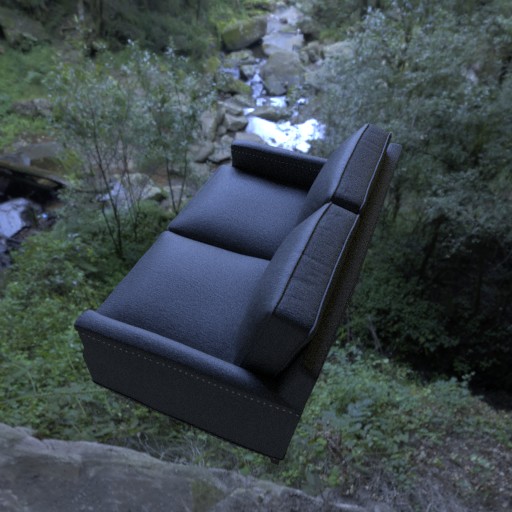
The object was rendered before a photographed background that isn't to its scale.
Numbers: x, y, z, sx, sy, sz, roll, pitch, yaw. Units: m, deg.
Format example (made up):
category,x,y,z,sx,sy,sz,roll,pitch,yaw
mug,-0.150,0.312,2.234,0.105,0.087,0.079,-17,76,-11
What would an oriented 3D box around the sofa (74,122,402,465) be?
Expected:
category,x,y,z,sx,sy,sz,roll,pitch,yaw
sofa,0.000,0.000,2.268,1.084,1.003,1.597,17,48,16
